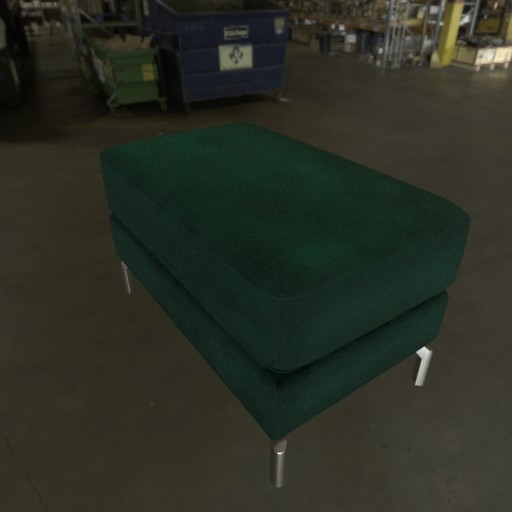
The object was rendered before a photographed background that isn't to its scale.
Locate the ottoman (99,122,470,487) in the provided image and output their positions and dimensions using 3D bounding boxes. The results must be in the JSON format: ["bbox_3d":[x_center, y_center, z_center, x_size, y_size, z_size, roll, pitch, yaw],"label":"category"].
[{"bbox_3d":[0.000,0.000,1.219,0.536,0.533,0.886,-20,37,-29],"label":"ottoman"}]
